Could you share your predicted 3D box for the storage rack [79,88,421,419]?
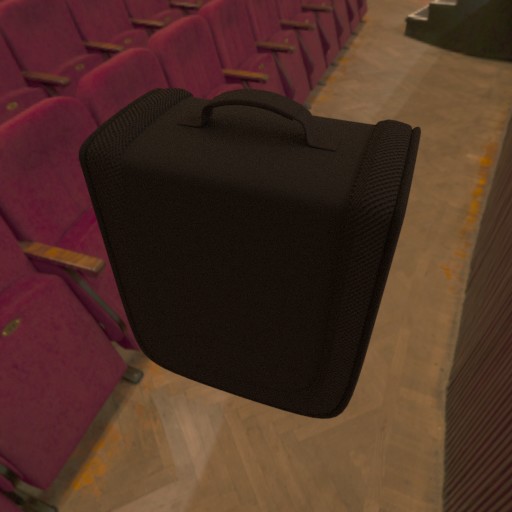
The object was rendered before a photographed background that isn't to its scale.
[{"bbox_3d":[0.000,0.000,0.530,0.297,0.387,0.168,14,44,15],"label":"storage rack"}]
